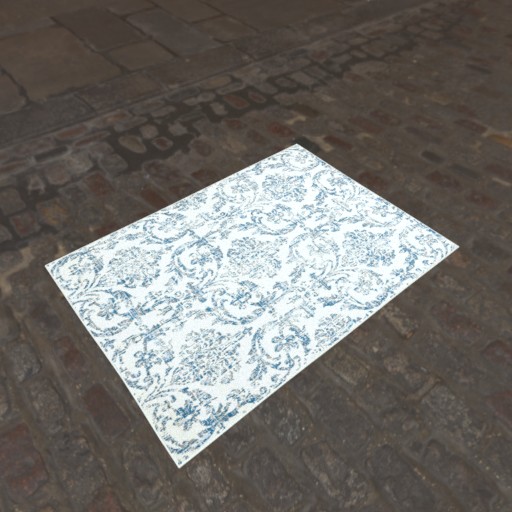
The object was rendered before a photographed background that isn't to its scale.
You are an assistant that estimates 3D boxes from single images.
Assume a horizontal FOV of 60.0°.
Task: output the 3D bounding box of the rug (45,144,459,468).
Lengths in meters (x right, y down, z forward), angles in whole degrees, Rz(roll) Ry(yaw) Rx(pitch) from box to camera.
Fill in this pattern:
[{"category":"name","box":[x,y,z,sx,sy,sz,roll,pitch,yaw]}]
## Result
[{"category":"rug","box":[0.000,0.000,2.889,2.197,0.014,1.586,-31,54,-26]}]
